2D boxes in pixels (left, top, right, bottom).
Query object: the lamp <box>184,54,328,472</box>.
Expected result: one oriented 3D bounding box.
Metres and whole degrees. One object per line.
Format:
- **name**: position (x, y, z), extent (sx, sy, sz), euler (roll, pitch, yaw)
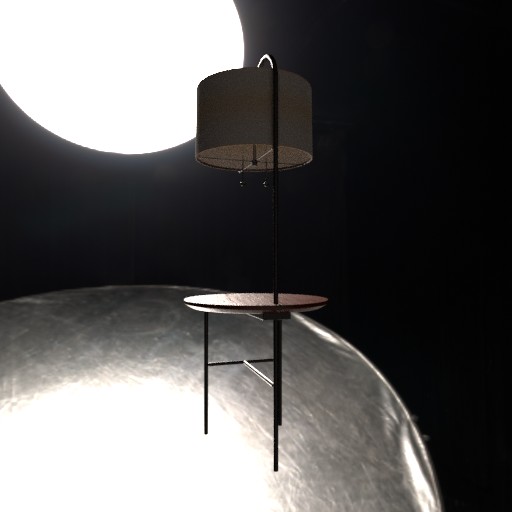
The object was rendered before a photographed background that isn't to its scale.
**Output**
- **lamp**: position (0.000, 0.000, 1.786), extent (0.573, 1.517, 0.573), euler (0, -1, 0)
